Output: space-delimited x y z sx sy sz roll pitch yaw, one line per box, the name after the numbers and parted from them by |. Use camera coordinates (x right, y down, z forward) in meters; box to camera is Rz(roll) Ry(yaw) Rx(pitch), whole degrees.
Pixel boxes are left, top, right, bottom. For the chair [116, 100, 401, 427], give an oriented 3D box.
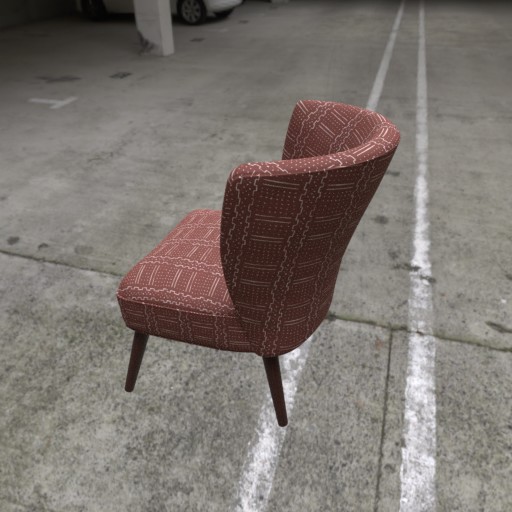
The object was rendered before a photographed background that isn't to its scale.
0.000 0.000 1.418 0.758 0.866 0.706 9 33 14 | chair
